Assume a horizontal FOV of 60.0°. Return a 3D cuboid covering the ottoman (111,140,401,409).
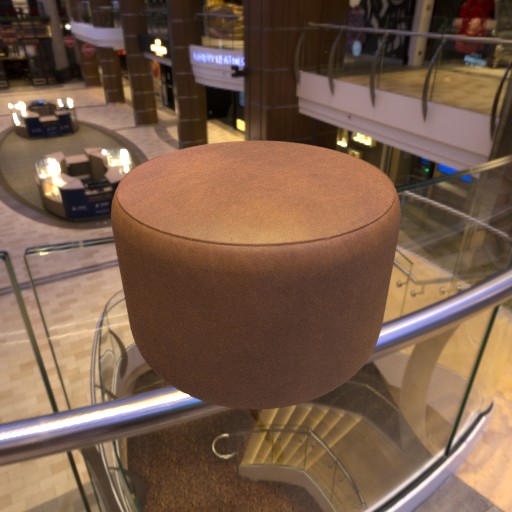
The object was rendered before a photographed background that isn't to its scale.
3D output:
[{"bbox_3d":[0.000,0.000,1.030,0.607,0.438,0.607,0,30,0],"label":"ottoman"}]
